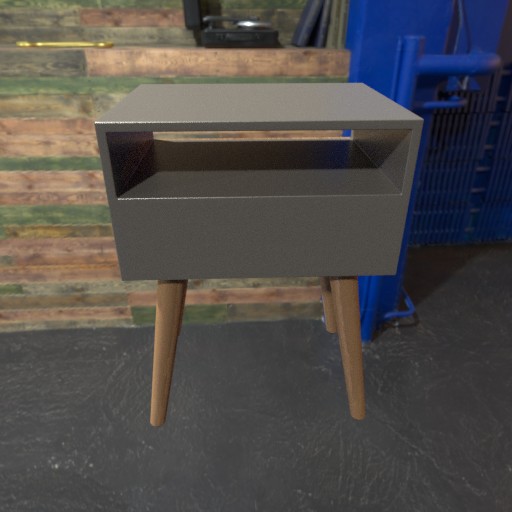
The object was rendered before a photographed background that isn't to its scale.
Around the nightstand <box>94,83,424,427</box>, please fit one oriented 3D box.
[{"bbox_3d":[0.000,0.000,0.744,0.370,0.508,0.288,-1,29,-2],"label":"nightstand"}]
